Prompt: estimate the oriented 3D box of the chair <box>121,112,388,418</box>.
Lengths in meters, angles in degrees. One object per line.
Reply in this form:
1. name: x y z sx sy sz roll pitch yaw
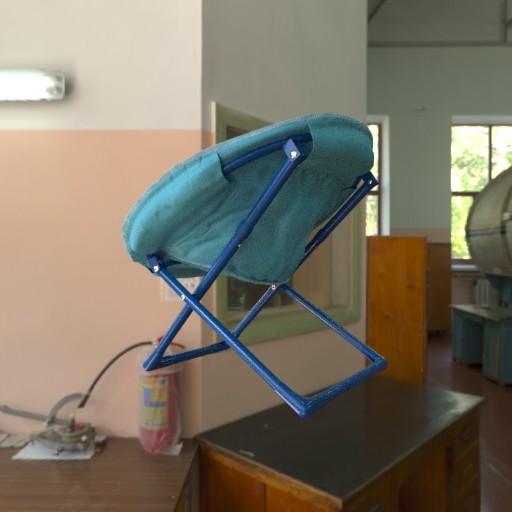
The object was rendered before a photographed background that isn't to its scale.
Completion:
1. chair: 0.000 0.000 0.915 0.465 0.478 0.520 0 0 35
